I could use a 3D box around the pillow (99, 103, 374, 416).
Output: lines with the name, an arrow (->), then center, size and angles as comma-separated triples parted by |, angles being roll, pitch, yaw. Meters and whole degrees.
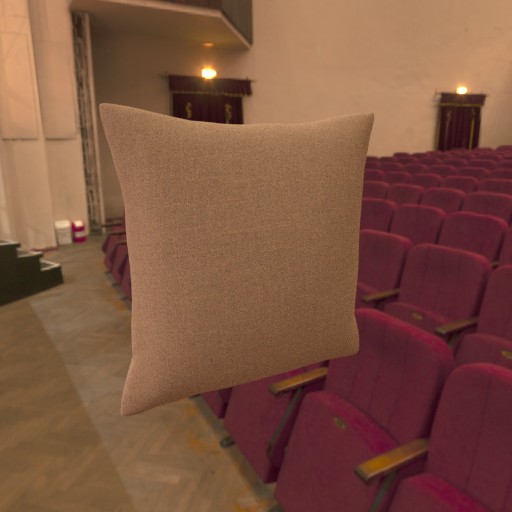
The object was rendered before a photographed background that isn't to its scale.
pillow -> 0.000, 0.000, 0.800 | 0.512, 0.506, 0.178 | -7, 16, -27
